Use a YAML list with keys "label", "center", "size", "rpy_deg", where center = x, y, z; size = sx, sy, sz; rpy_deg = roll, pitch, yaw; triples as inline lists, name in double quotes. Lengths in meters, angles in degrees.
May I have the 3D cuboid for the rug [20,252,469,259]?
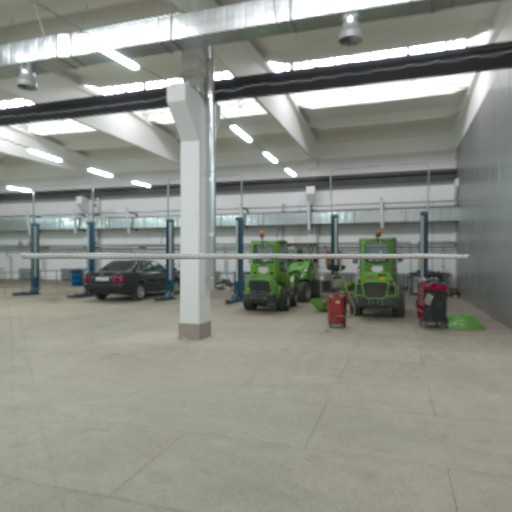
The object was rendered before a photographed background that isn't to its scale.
- label: "rug"
  center: [0.000, 0.000, 2.643]
  size: [2.381, 0.035, 0.832]
  rpy_deg: [0, 0, -17]
